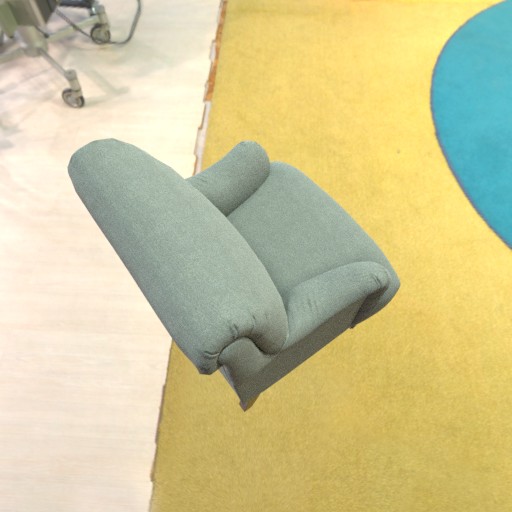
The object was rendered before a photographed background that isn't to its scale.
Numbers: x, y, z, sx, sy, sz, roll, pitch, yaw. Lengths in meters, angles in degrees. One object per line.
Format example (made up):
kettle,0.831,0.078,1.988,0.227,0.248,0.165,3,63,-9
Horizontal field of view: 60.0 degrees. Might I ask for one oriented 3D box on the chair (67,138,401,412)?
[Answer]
chair,0.000,0.000,1.981,1.060,1.178,0.964,-32,64,-18
